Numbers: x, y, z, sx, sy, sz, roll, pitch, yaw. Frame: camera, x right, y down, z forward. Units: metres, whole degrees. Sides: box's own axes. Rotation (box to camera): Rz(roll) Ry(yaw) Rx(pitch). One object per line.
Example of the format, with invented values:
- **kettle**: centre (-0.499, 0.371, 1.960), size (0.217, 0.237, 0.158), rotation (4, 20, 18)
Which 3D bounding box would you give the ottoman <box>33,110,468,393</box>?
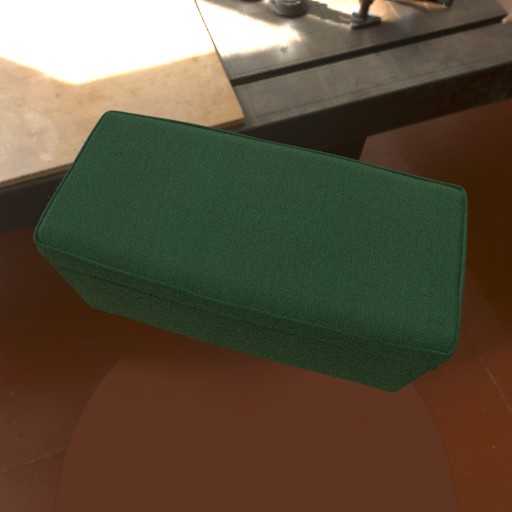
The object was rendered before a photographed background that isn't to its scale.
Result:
- **ottoman**: centre (0.000, 0.000, 1.212), size (0.957, 0.471, 0.483), rotation (14, 64, 7)
